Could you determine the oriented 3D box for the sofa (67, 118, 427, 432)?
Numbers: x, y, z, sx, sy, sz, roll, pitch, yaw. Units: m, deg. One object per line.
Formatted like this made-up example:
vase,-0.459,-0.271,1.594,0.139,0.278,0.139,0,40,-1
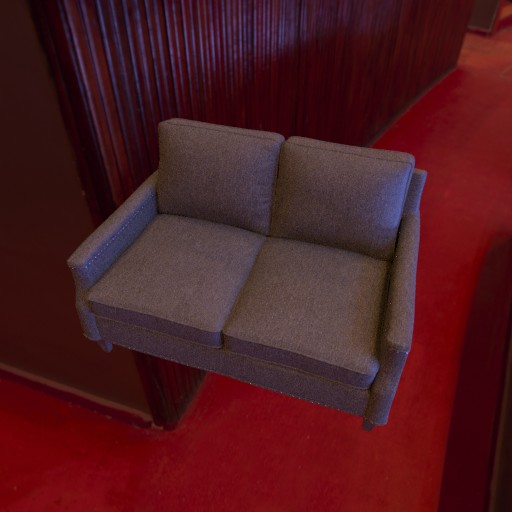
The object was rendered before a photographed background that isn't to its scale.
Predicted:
sofa,0.000,0.000,2.314,1.597,1.003,1.084,13,43,14
